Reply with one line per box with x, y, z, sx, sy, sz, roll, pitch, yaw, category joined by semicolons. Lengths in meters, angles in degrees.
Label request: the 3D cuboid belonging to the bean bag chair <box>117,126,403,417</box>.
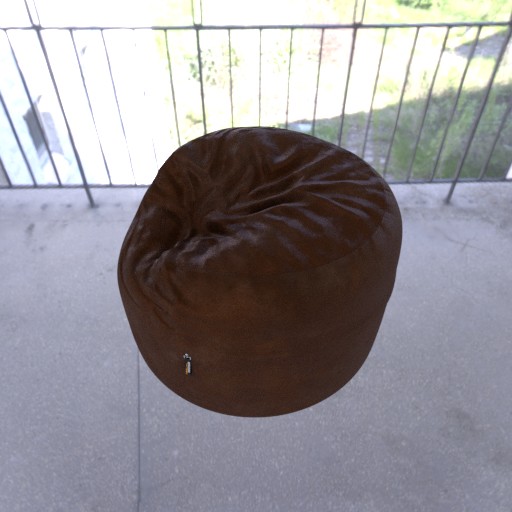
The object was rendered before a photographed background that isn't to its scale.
0.000;0.000;1.507;0.918;0.616;0.918;0;41;0;bean bag chair
